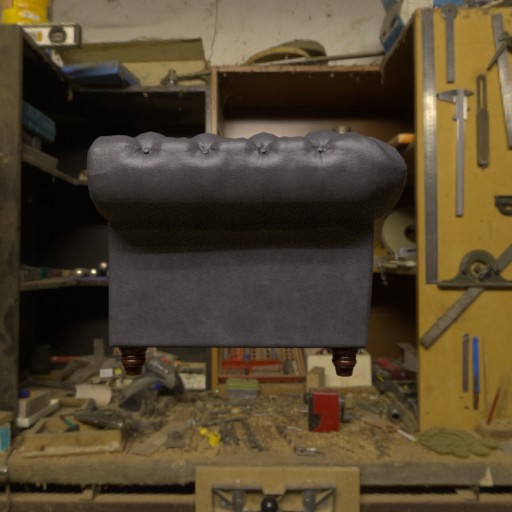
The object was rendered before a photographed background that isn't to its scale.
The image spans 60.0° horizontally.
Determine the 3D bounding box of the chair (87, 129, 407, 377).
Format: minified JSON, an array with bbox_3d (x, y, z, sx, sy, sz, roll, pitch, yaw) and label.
[{"bbox_3d":[0.000,0.000,1.869,0.943,0.780,1.298,0,0,1],"label":"chair"}]
